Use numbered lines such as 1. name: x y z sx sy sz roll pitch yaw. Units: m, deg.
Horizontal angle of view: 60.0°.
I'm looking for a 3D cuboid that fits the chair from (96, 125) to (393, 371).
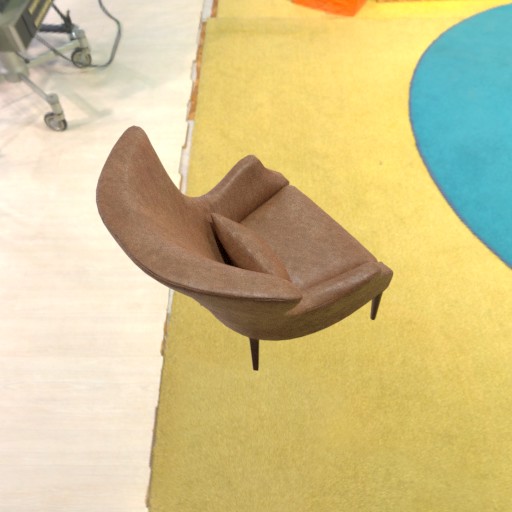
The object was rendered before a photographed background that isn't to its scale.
1. chair: 0.000 0.000 1.781 0.955 1.067 0.846 -34 63 -20
